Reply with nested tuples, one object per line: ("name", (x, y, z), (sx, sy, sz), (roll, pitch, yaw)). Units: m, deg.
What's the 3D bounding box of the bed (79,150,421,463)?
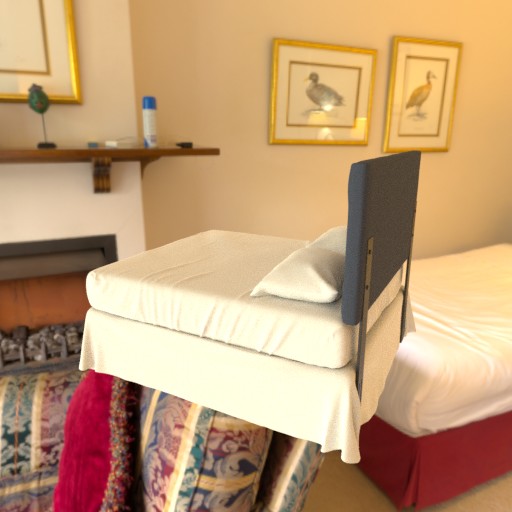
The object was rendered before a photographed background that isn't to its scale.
("bed", (0.000, 0.000, 3.425), (2.222, 1.577, 1.936), (8, 18, 27))
